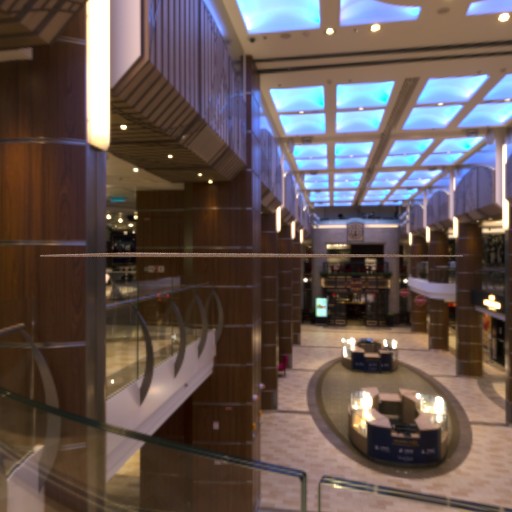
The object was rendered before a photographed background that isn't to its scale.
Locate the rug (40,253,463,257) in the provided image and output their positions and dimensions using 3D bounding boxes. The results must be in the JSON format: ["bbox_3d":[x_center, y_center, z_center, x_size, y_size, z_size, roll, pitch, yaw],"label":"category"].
[{"bbox_3d":[0.000,0.000,2.303,1.827,0.006,1.221,0,0,-36],"label":"rug"}]
